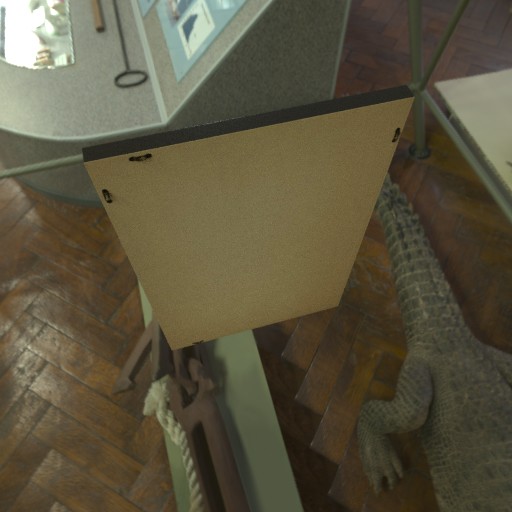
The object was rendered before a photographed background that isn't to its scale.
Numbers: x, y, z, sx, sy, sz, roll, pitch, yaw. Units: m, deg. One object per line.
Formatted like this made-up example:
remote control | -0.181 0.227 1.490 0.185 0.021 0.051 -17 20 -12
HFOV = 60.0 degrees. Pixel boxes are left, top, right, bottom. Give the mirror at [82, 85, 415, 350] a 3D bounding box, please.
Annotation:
mirror | 0.000 0.000 1.182 0.609 0.915 0.041 -14 59 -8
